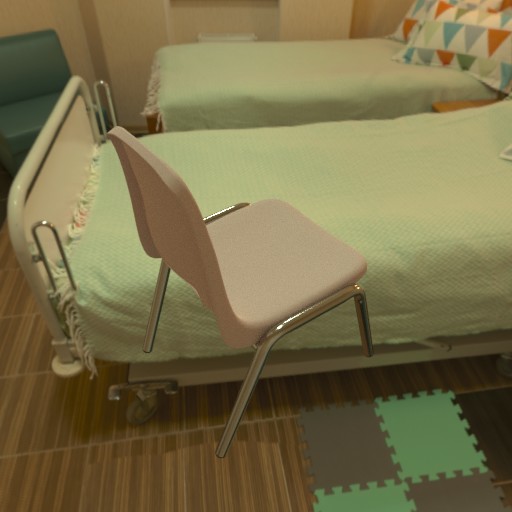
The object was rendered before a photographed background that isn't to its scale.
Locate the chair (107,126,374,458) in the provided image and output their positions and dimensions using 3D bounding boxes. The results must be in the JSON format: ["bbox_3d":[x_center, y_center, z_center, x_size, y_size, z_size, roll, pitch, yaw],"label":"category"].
[{"bbox_3d":[0.000,0.000,0.845,0.423,0.586,0.354,-26,47,-27],"label":"chair"}]
